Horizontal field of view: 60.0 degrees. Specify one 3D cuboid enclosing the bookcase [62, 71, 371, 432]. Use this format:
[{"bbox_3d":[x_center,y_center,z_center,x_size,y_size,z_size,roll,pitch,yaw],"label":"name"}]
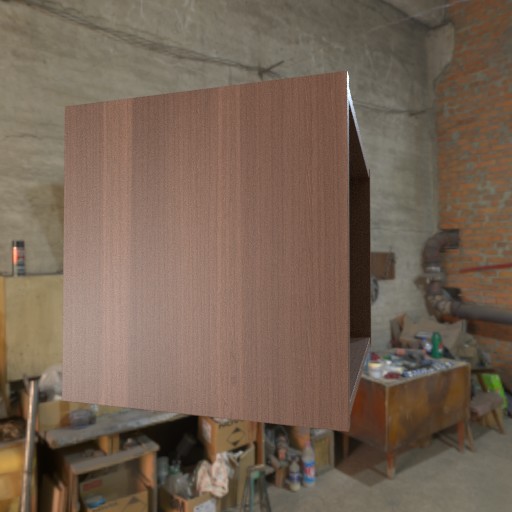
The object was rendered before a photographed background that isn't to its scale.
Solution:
[{"bbox_3d":[0.000,0.000,0.615,0.290,0.305,0.415,0,-1,17],"label":"bookcase"}]
